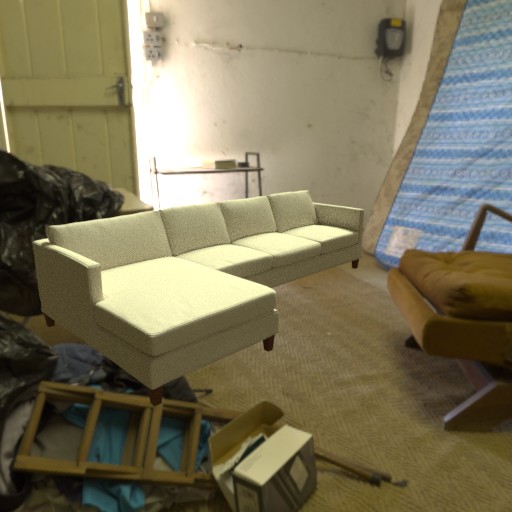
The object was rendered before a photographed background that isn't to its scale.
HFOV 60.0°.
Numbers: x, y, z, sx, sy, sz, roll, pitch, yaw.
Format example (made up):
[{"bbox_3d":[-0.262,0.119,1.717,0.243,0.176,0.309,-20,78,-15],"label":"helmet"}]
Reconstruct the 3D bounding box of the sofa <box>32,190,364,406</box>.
[{"bbox_3d":[0.000,0.000,3.936,1.625,0.846,3.186,14,21,43],"label":"sofa"}]
